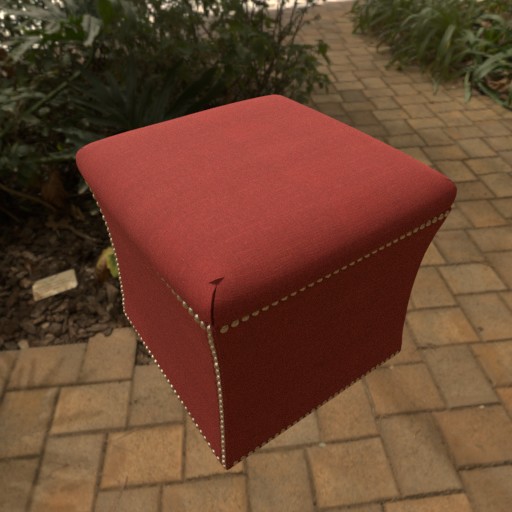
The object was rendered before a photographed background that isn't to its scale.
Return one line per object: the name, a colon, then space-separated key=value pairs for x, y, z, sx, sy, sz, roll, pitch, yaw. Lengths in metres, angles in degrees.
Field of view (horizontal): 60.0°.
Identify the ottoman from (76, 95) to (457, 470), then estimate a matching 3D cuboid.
ottoman: x=0.000 y=0.000 z=0.896 sx=0.497 sy=0.475 sz=0.507 roll=-24 pitch=46 yaw=-26
